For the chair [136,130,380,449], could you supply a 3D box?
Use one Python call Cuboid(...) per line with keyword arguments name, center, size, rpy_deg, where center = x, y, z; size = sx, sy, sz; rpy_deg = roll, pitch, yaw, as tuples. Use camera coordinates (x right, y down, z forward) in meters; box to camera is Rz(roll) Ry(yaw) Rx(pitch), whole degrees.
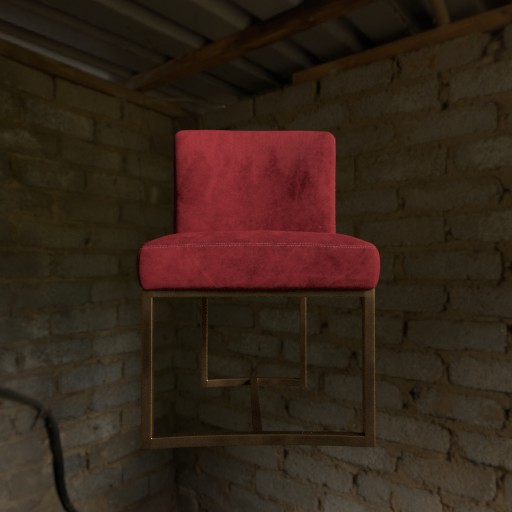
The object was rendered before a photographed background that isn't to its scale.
Cuboid(name="chair", center=(0.000, 0.000, 1.201), size=(0.530, 0.824, 0.560), rpy_deg=(0, -1, -1))
